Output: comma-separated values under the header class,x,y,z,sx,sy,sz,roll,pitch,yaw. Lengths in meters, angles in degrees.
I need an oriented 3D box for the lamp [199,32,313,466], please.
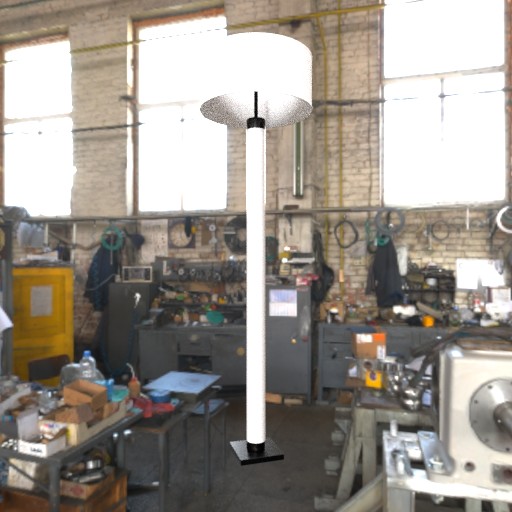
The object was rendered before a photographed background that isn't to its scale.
class,x,y,z,sx,sy,sz,roll,pitch,yaw
lamp,0.000,0.000,1.652,0.420,1.475,0.420,0,0,-17
